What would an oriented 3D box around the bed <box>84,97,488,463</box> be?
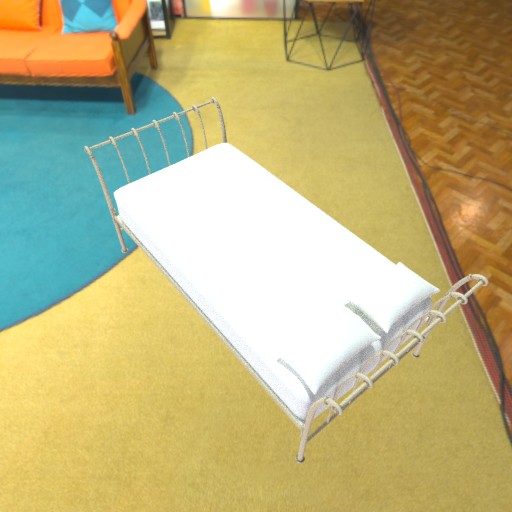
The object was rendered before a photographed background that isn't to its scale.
[{"bbox_3d":[0.000,0.000,2.749,1.032,0.873,2.228,-31,55,-25],"label":"bed"}]
